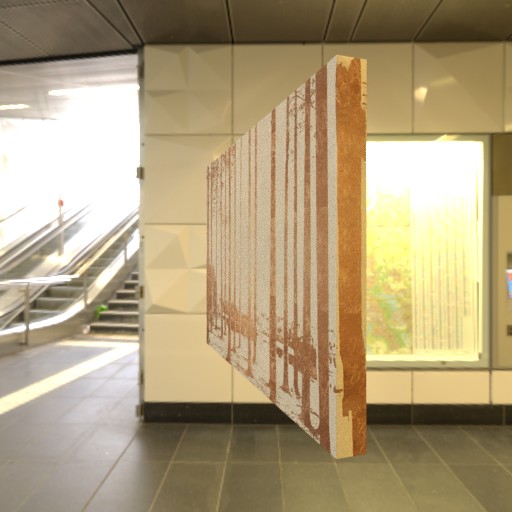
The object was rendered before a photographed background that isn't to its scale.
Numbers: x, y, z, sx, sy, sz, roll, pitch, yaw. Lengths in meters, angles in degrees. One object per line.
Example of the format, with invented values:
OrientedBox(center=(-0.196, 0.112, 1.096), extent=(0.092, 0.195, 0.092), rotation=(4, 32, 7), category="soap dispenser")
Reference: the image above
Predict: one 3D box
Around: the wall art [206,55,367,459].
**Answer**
OrientedBox(center=(0.000, 0.000, 0.738), extent=(0.035, 0.405, 0.609), rotation=(0, 0, -19), category="wall art")
